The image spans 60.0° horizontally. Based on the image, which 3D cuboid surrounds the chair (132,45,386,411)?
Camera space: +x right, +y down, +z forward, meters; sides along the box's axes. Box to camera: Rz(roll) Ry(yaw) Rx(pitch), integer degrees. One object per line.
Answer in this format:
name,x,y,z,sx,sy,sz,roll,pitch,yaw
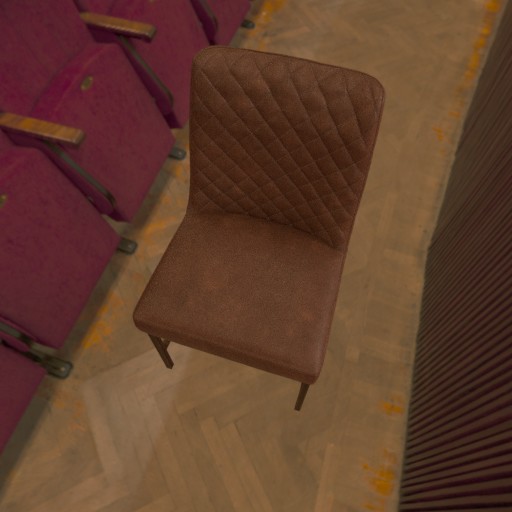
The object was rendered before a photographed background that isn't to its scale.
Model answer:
chair,0.000,0.000,1.256,0.508,0.889,0.587,15,60,9
